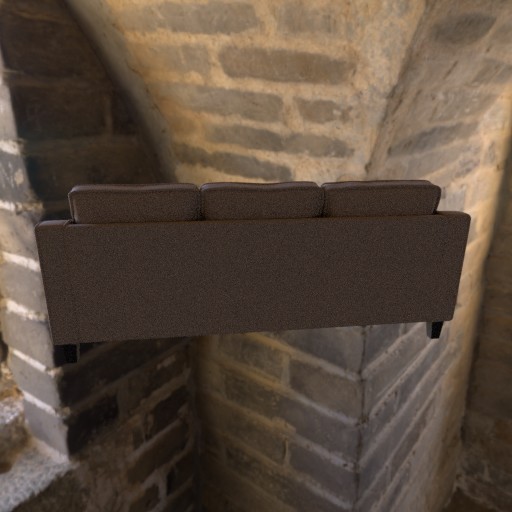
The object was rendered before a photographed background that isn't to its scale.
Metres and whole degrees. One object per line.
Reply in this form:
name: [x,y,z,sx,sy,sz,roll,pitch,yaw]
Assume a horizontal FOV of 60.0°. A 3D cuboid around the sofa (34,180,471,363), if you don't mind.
sofa: [0.000,0.000,2.579,2.131,0.902,0.791,-2,15,-8]
